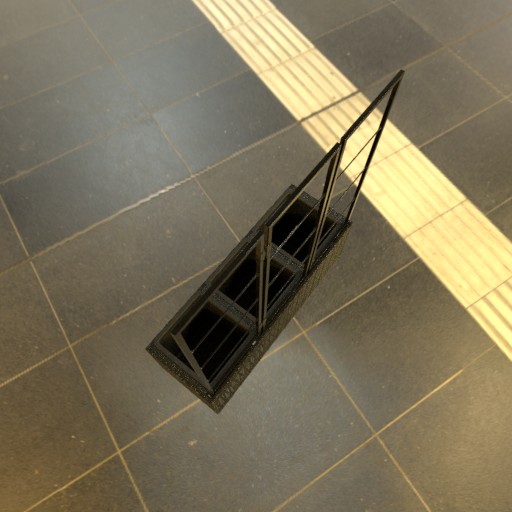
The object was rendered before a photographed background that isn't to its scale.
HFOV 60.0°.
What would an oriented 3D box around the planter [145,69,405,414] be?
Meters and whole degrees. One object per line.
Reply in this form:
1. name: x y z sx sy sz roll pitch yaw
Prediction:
1. planter: 0.000 0.000 1.156 0.244 0.841 0.698 35 69 15
